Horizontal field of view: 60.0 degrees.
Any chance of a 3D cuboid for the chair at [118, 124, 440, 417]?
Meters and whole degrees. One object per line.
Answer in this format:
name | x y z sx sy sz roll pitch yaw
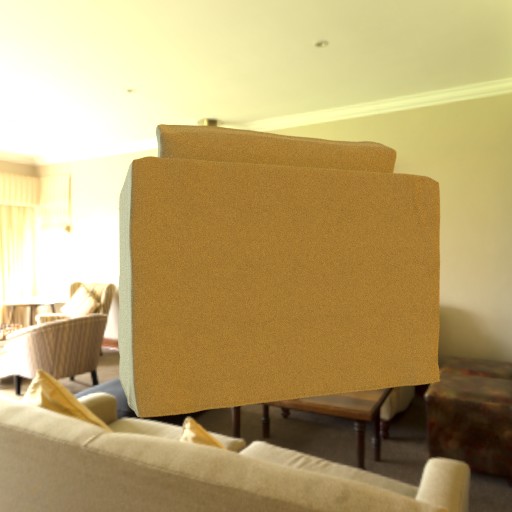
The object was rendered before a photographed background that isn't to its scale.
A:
chair | 0.000 0.000 1.780 1.057 0.863 0.949 0 1 -19
